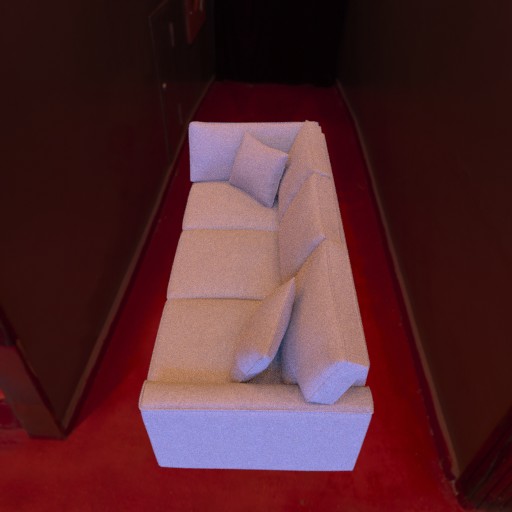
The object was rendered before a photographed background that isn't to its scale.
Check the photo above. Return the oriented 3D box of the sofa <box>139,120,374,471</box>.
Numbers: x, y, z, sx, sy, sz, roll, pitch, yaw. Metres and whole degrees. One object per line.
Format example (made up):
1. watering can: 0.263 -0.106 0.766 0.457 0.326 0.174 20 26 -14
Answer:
1. sofa: 0.000 0.000 2.831 1.061 0.962 2.317 1 42 1
